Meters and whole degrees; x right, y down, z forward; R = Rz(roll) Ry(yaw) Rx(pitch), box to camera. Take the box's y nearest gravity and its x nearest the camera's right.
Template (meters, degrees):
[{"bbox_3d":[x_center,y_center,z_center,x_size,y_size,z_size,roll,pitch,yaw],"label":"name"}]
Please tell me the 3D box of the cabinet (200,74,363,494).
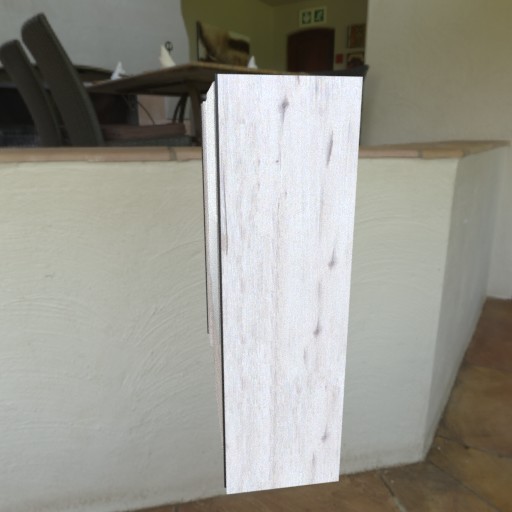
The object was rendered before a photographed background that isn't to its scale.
[{"bbox_3d":[0.000,0.000,3.177,0.660,2.180,2.000,-2,16,-8],"label":"cabinet"}]
